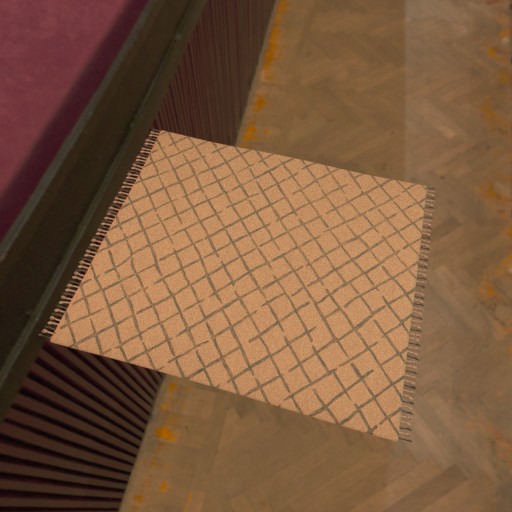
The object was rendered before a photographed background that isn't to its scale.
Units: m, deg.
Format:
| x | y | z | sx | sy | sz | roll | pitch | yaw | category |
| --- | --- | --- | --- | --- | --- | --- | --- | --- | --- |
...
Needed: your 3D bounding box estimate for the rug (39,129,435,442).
| x | y | z | sx | sy | sz | roll | pitch | yaw | category |
| --- | --- | --- | --- | --- | --- | --- | --- | --- | --- |
| 0.000 | 0.000 | 4.726 | 3.585 | 0.036 | 2.892 | 14 | 61 | 8 | rug |
